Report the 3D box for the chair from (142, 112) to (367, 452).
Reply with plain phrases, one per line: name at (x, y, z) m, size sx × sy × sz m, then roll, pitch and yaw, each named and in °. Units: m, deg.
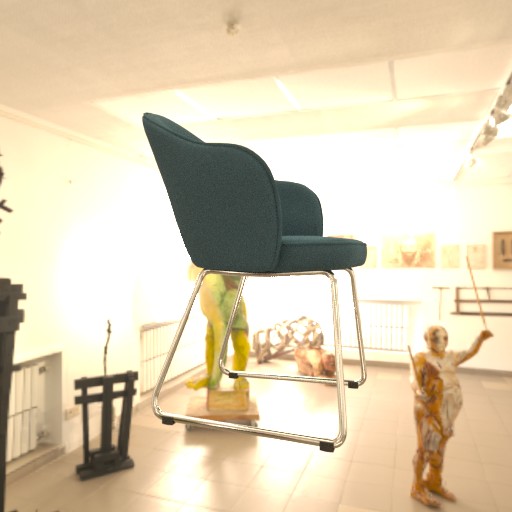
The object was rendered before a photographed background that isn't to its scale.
chair at (0.000, 0.000, 1.231) m, size 0.585 × 0.815 × 0.570 m, roll 0°, pitch 0°, yaw 19°
